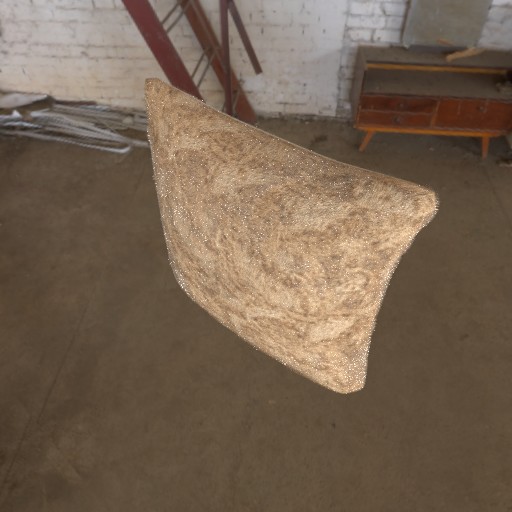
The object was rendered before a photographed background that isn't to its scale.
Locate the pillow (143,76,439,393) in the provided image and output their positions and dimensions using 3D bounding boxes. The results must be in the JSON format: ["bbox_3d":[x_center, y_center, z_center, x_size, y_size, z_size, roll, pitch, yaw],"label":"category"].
[{"bbox_3d":[0.000,0.000,0.816,0.538,0.525,0.216,31,53,27],"label":"pillow"}]
